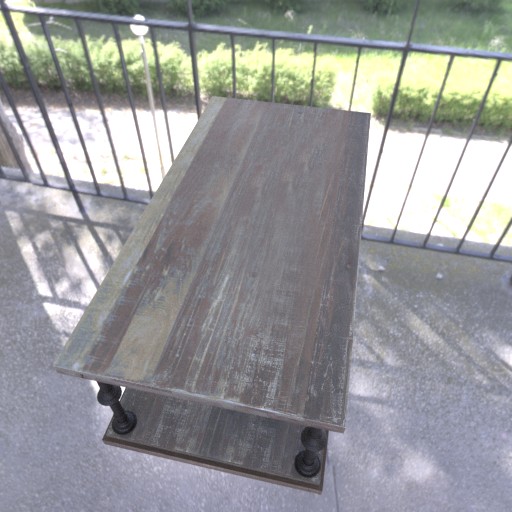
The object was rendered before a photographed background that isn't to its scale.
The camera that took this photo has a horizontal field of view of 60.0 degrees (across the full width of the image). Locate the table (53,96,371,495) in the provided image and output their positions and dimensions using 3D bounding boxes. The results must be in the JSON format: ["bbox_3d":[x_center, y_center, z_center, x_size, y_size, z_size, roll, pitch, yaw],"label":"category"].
[{"bbox_3d":[0.000,0.000,1.311,0.554,0.399,1.088,9,47,8],"label":"table"}]
